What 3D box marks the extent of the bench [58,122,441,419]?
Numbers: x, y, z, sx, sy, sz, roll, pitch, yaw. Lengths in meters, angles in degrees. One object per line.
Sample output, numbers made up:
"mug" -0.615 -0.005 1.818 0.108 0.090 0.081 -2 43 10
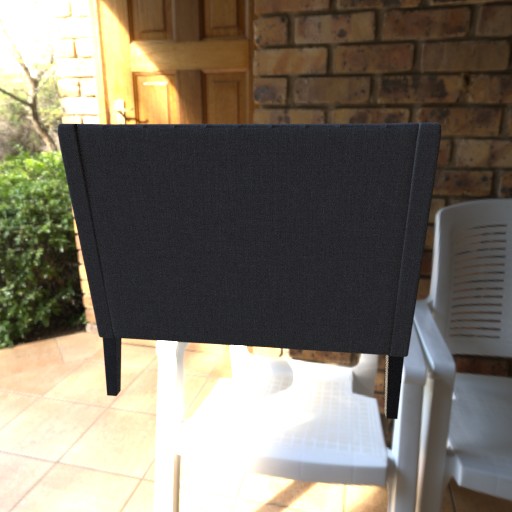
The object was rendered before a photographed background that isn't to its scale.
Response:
"bench" 0.000 0.000 1.971 1.276 1.121 0.842 2 16 7
